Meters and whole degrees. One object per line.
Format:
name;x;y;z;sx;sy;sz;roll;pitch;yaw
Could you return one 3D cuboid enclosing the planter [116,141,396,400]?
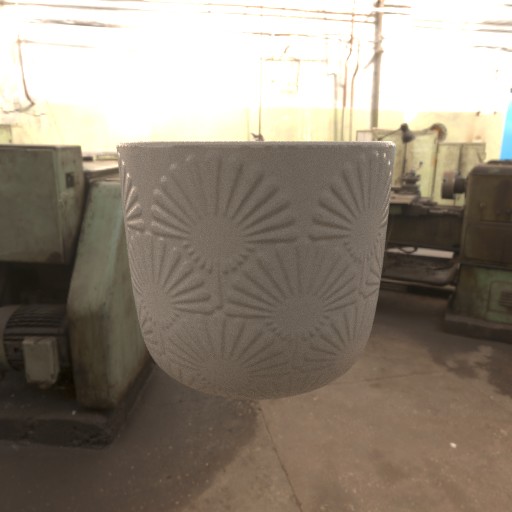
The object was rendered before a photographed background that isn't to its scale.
planter;0.000;0.000;0.218;0.124;0.109;0.124;0;14;0
